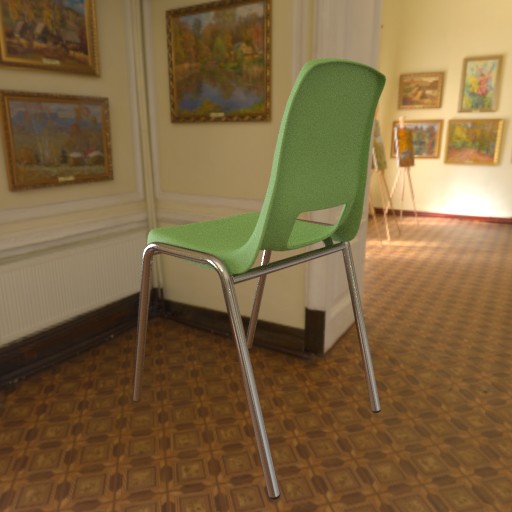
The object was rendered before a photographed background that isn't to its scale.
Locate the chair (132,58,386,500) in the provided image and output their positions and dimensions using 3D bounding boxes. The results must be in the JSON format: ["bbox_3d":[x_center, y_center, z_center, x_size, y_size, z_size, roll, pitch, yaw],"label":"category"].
[{"bbox_3d":[0.000,0.000,0.914,0.436,0.704,0.381,15,21,42],"label":"chair"}]
